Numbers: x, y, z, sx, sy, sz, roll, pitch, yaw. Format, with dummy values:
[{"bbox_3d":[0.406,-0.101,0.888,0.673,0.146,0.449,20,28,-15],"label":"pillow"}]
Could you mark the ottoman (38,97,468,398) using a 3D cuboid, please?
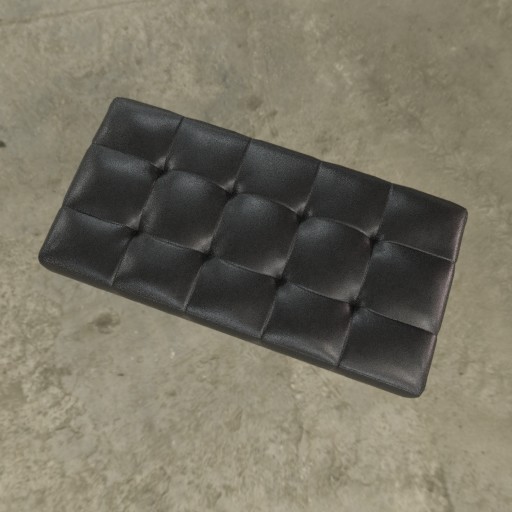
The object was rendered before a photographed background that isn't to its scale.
[{"bbox_3d":[0.000,0.000,1.133,0.838,0.470,0.432,19,77,4],"label":"ottoman"}]
